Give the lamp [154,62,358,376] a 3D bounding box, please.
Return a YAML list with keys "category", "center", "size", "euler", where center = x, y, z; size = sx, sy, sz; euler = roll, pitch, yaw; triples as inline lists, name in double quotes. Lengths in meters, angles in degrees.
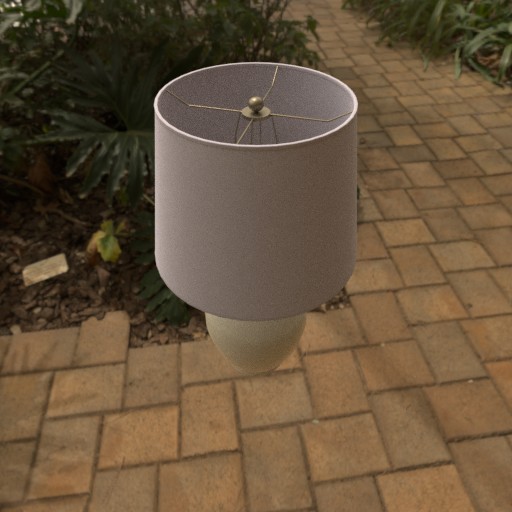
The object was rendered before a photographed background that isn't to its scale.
- category: "lamp"
  center: [0.000, 0.000, 0.547]
  size: [0.239, 0.399, 0.239]
  euler: [0, 42, 0]
